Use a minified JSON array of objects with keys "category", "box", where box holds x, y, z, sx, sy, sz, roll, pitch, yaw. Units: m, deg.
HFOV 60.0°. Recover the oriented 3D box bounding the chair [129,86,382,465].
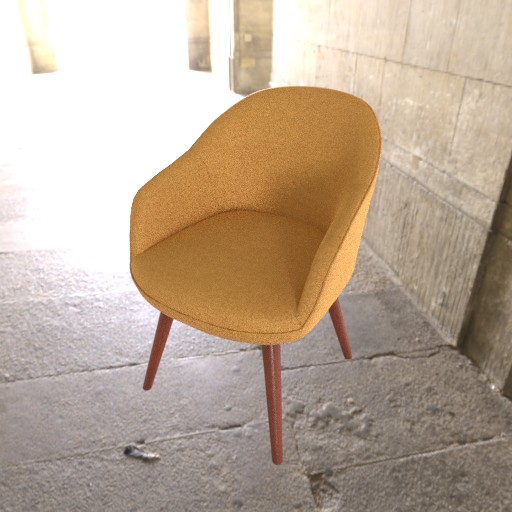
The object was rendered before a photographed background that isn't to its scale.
[{"category":"chair","box":[0.000,0.000,1.242,0.596,0.823,0.635,17,33,28]}]
